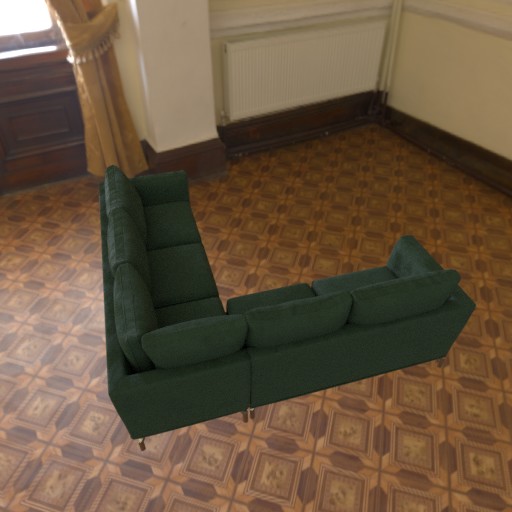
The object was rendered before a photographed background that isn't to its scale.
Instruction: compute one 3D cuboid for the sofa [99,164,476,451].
[{"bbox_3d":[0.000,0.000,3.823,2.468,1.004,2.452,-11,41,-12],"label":"sofa"}]
